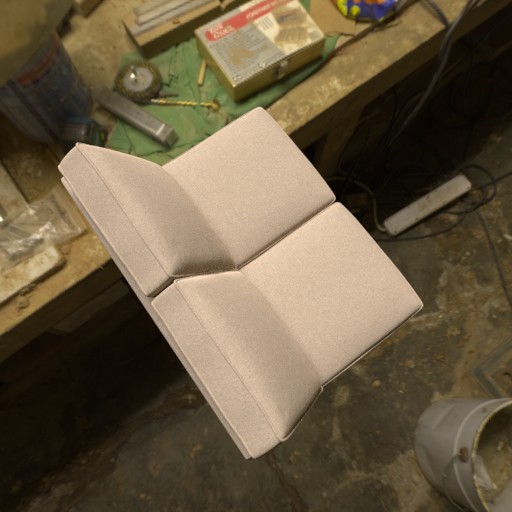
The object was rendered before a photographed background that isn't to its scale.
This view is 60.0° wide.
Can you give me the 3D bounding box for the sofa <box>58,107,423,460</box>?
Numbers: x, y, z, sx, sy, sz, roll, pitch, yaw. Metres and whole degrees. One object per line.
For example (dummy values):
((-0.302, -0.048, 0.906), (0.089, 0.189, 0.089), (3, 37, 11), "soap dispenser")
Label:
((0.000, 0.000, 1.937), (0.951, 1.008, 1.237), (-35, 78, -9), "sofa")
